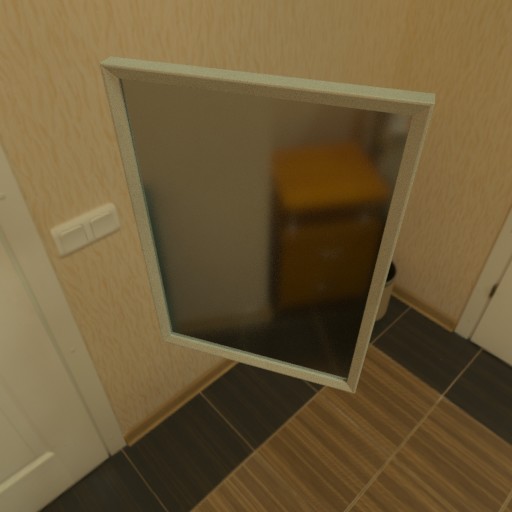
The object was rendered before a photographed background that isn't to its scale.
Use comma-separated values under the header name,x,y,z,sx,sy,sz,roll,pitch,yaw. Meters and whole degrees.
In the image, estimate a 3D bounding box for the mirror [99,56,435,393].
name,x,y,z,sx,sy,sz,roll,pitch,yaw
mirror,0.000,0.000,0.891,0.507,0.710,0.039,12,43,13
